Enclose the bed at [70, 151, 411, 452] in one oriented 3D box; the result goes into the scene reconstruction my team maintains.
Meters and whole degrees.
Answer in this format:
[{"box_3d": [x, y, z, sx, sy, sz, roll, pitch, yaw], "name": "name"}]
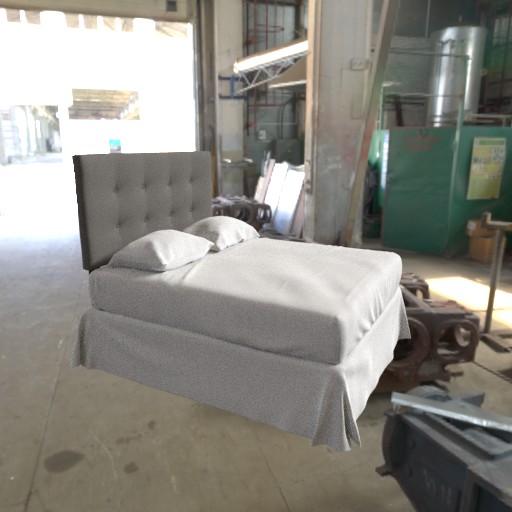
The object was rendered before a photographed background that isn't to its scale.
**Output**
[{"box_3d": [0.000, 0.000, 3.490, 2.222, 1.577, 1.936, 8, 16, 27], "name": "bed"}]
